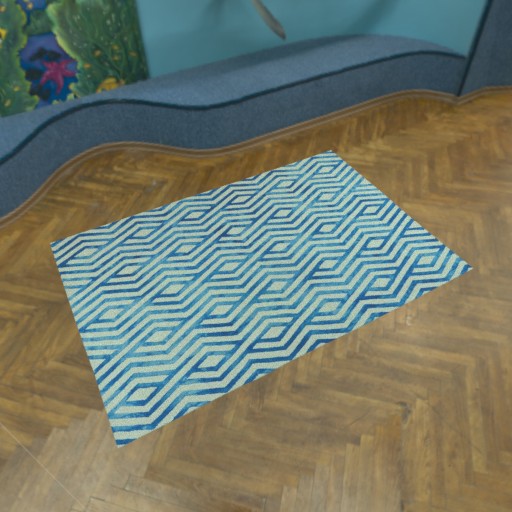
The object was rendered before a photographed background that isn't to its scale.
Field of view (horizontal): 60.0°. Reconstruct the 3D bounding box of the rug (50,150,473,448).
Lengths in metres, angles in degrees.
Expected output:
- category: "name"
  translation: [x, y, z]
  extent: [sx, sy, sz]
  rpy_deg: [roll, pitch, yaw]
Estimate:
- category: "rug"
  translation: [0.000, 0.000, 2.295]
  extent: [1.830, 0.008, 1.225]
  rpy_deg: [-22, 50, -20]
